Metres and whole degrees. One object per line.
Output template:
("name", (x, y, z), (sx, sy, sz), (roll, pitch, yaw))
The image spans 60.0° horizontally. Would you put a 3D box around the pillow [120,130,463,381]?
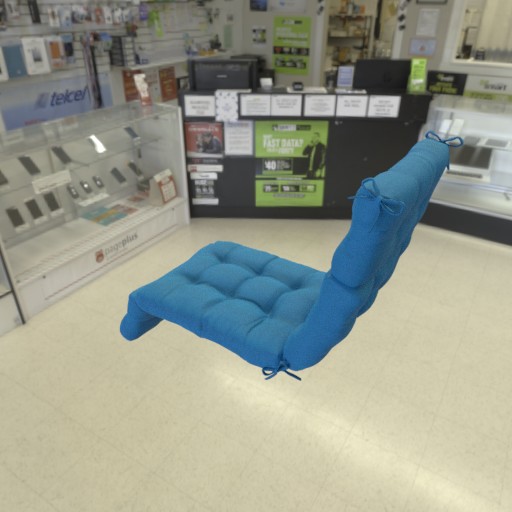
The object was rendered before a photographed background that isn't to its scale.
("pillow", (0.000, 0.000, 1.466), (1.016, 0.863, 0.526), (19, 36, 29))
